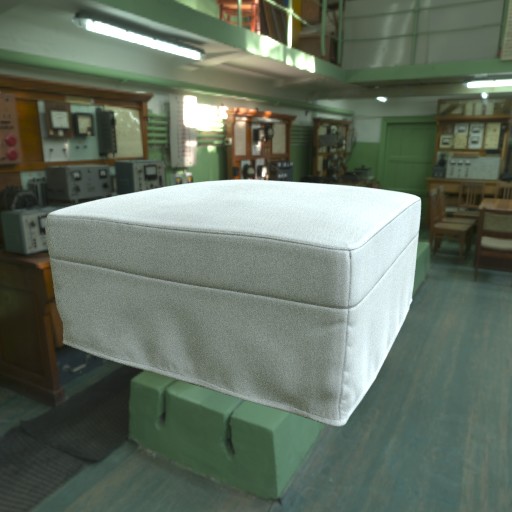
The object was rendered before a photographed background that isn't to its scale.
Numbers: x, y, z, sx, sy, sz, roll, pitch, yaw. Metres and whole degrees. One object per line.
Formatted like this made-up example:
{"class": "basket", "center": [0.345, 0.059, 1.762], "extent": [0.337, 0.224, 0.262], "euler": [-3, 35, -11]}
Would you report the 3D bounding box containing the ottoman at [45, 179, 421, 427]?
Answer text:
{"class": "ottoman", "center": [0.000, 0.000, 1.350], "extent": [0.842, 0.441, 0.843], "euler": [8, 17, 27]}
